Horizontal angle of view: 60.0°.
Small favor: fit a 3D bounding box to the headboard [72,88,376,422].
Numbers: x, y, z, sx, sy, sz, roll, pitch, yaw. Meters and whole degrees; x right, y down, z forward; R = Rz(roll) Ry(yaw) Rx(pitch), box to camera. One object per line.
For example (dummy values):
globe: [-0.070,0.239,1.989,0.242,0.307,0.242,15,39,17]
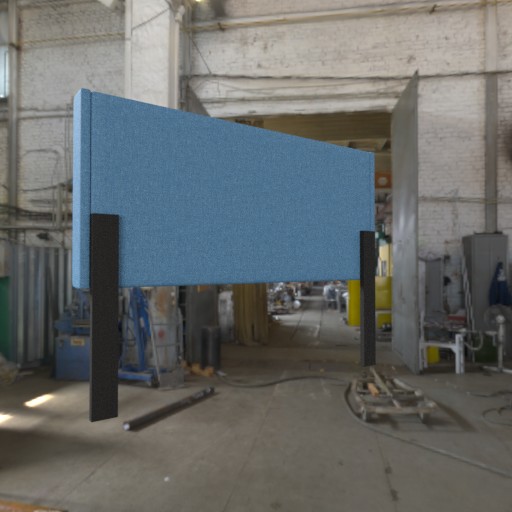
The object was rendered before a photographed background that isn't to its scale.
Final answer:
headboard: [0.000,0.000,2.659,2.051,1.524,0.184,1,-1,-36]
